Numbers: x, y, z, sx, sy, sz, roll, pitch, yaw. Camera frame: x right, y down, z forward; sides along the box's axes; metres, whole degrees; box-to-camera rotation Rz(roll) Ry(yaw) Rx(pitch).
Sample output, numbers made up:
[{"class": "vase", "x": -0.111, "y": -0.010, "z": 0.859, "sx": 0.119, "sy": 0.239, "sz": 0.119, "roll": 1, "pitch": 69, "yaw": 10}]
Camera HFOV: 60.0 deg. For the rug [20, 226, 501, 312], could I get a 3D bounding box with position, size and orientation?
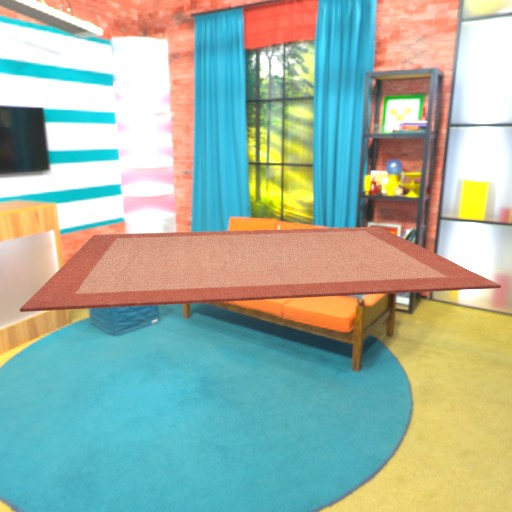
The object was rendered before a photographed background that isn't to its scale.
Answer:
[{"class": "rug", "x": 0.000, "y": 0.000, "z": 2.244, "sx": 1.829, "sy": 0.014, "sz": 1.219, "roll": -2, "pitch": 15, "yaw": -8}]
